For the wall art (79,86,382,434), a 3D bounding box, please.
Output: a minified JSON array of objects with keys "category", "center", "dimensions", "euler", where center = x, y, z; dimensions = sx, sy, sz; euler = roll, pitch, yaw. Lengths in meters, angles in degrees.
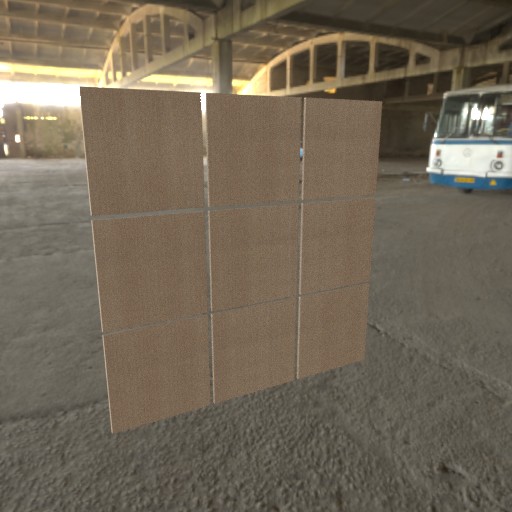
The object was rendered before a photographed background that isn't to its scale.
[{"category":"wall art","center":[0.000,0.000,1.779],"dimensions":[1.219,1.218,0.013],"euler":[-8,17,-27]}]
